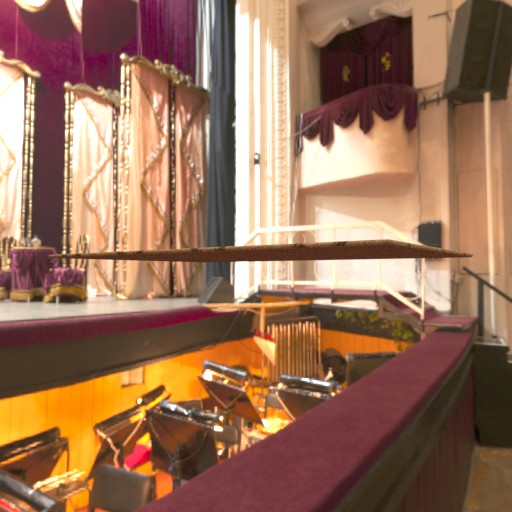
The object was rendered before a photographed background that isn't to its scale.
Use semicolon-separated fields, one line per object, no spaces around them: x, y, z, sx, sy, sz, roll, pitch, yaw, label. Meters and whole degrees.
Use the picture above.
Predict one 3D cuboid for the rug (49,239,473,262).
0.000;0.000;3.372;2.701;0.026;1.801;-2;-3;36;rug
